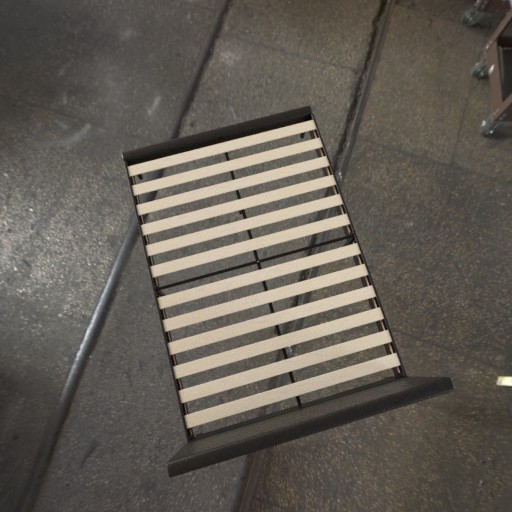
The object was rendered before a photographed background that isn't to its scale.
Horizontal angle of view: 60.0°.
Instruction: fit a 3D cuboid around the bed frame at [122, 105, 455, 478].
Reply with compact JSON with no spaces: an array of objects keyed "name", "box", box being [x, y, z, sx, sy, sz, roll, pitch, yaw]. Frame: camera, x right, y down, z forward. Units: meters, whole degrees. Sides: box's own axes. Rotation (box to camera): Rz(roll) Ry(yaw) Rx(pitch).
[{"name":"bed frame","box":[0.000,0.000,2.925,1.469,1.046,2.152,-15,76,-4]}]
